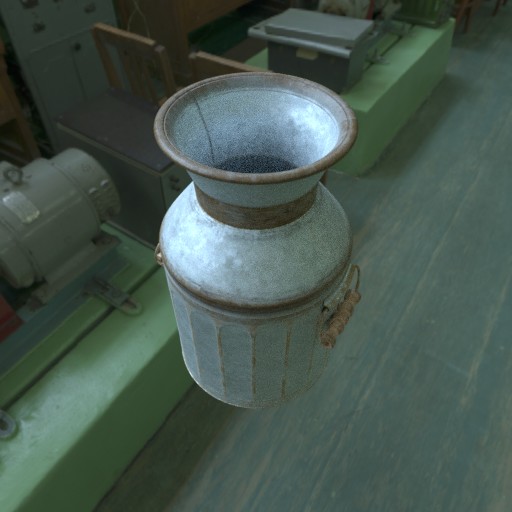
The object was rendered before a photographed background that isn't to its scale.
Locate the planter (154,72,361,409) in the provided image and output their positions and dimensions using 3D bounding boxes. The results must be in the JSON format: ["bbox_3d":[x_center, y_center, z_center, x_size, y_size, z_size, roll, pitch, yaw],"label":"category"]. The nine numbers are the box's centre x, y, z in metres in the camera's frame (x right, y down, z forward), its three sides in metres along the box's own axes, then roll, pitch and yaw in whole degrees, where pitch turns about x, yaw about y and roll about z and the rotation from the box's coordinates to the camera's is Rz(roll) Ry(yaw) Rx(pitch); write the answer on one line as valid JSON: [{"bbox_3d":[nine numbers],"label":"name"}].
[{"bbox_3d":[0.000,0.000,0.517,0.248,0.358,0.215,24,52,21],"label":"planter"}]
